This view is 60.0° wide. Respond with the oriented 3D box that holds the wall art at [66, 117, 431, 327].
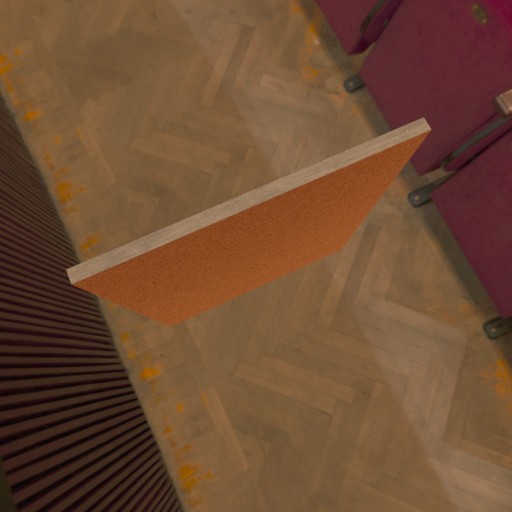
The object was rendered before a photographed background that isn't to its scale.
[{"bbox_3d":[0.000,0.000,0.839,0.481,0.613,0.020,-24,78,-6],"label":"wall art"}]
